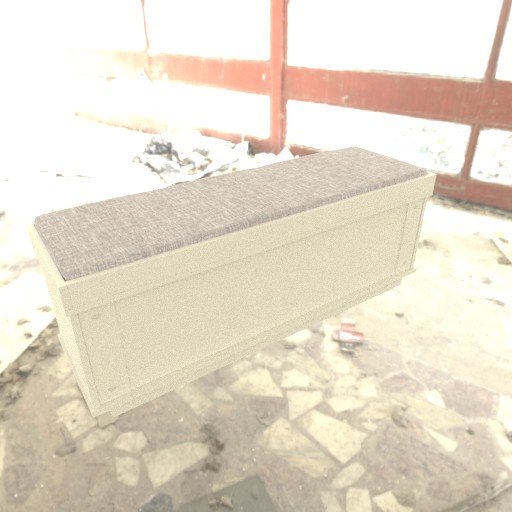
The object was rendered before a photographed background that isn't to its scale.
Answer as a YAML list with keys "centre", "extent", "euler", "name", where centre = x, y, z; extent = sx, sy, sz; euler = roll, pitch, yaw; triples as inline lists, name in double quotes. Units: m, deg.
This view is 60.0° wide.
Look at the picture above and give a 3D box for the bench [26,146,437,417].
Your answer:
- centre: [0.000, 0.000, 1.408]
  extent: [1.196, 0.453, 0.363]
  euler: [-19, 35, -29]
  name: "bench"
